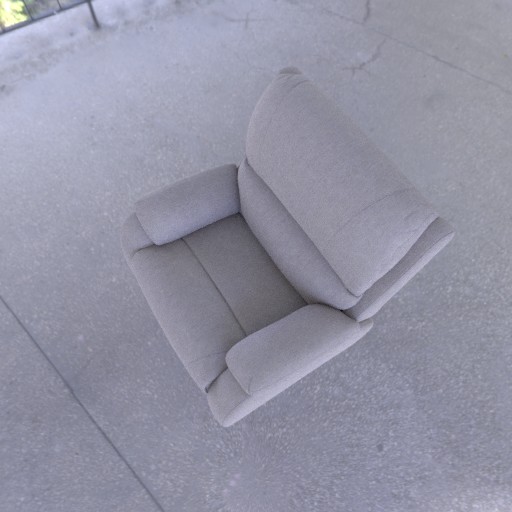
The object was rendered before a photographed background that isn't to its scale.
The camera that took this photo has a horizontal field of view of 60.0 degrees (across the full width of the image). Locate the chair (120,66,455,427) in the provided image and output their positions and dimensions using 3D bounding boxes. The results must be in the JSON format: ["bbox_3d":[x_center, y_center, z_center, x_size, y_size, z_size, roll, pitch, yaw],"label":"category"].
[{"bbox_3d":[0.000,0.000,1.741,0.899,1.011,0.930,-30,67,-14],"label":"chair"}]
